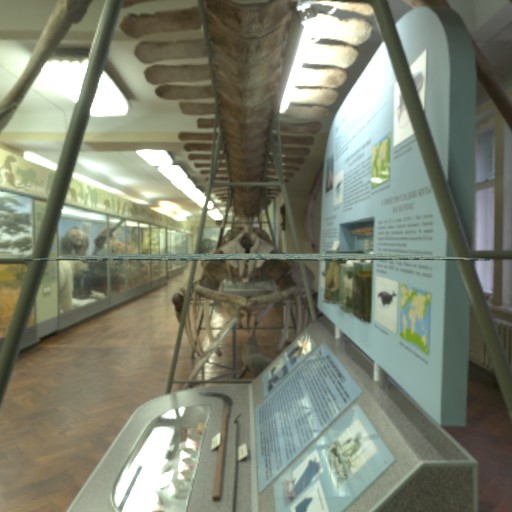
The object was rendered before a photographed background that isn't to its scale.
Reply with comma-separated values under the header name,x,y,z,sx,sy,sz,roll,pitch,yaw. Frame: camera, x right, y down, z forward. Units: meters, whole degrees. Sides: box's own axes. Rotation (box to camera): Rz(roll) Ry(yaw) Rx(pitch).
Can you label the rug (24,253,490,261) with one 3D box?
name,x,y,z,sx,sy,sz,roll,pitch,yaw
rug,0.000,0.000,2.759,2.135,0.013,1.524,0,1,-1
